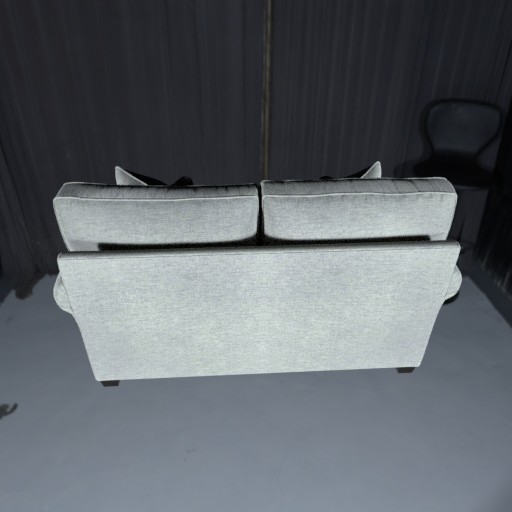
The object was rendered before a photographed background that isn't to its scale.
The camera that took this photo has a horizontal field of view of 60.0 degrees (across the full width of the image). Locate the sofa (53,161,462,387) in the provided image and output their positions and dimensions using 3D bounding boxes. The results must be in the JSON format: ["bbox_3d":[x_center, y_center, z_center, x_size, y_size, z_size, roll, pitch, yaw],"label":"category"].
[{"bbox_3d":[0.000,0.000,2.217,1.701,0.966,0.966,-2,30,-3],"label":"sofa"}]
